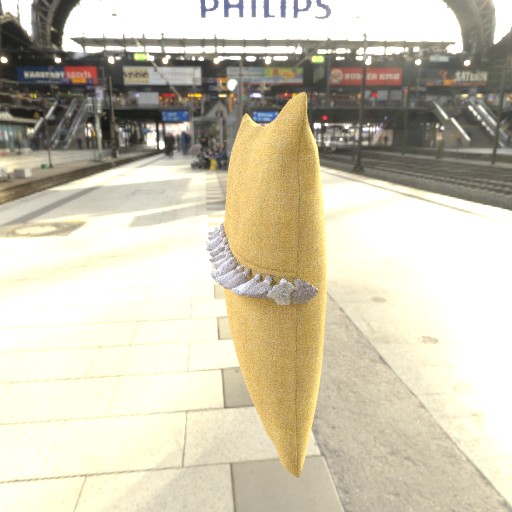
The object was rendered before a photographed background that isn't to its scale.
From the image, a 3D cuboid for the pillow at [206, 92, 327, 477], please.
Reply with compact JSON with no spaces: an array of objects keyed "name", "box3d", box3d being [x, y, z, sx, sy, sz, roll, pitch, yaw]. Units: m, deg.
[{"name":"pillow","box3d":[0.000,0.000,0.746,0.167,0.481,0.485,-2,15,-8]}]
